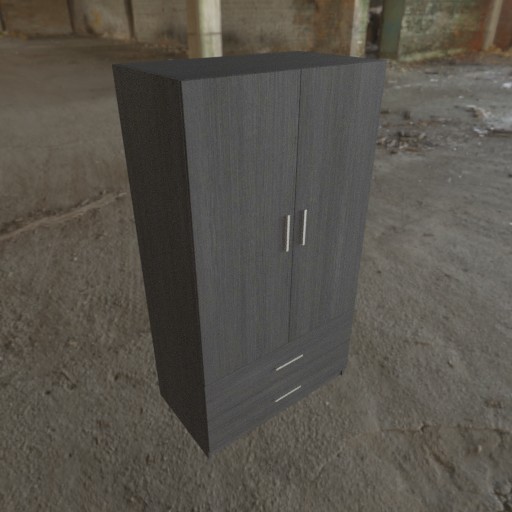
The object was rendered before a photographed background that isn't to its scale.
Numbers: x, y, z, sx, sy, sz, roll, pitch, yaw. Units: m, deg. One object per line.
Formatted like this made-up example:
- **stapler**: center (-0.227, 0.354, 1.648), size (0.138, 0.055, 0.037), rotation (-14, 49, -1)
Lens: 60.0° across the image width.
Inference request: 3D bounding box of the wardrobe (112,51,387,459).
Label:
- **wardrobe**: center (0.000, 0.000, 2.247), size (0.991, 1.808, 0.577), rotation (-20, 35, -32)
